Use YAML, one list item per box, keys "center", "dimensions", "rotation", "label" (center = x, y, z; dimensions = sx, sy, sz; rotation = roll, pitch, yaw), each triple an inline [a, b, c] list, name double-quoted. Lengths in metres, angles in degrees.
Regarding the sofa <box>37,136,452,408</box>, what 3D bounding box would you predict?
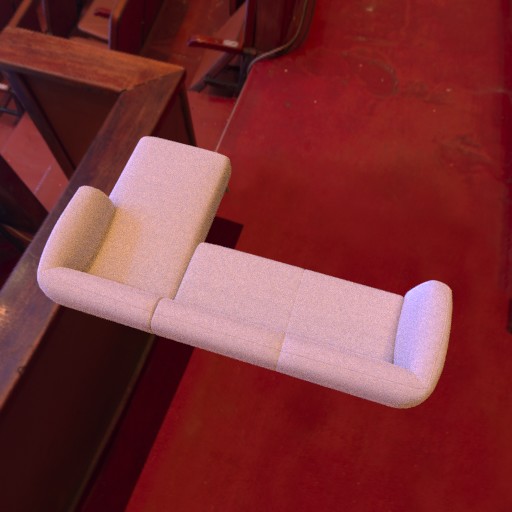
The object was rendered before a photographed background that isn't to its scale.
- center: [0.000, 0.000, 3.275]
  dimensions: [2.660, 0.730, 1.610]
  rotation: [15, 65, 7]
  label: "sofa"
